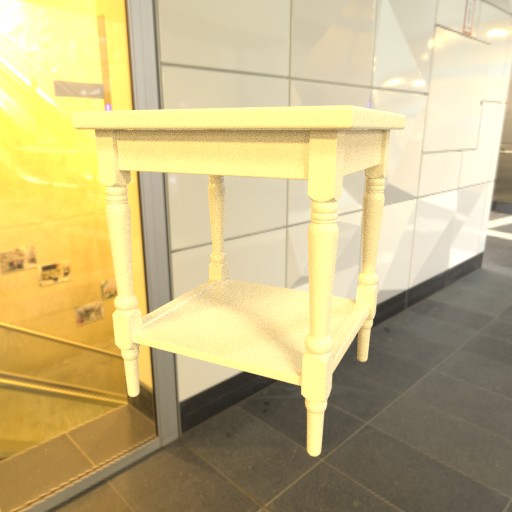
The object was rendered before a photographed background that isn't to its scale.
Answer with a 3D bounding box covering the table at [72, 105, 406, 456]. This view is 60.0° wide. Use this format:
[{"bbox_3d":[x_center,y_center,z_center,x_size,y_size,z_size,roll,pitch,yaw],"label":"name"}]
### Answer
[{"bbox_3d":[0.000,0.000,0.922,0.488,0.565,0.442,8,18,25],"label":"table"}]
